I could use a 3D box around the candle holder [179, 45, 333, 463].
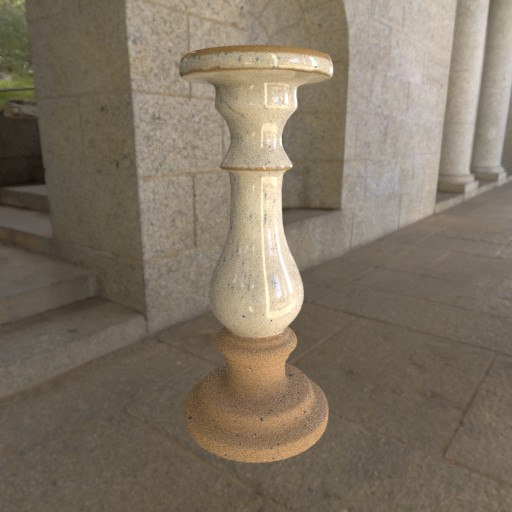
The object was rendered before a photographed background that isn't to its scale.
[{"bbox_3d":[0.000,0.000,0.247,0.088,0.203,0.088,0,15,0],"label":"candle holder"}]
